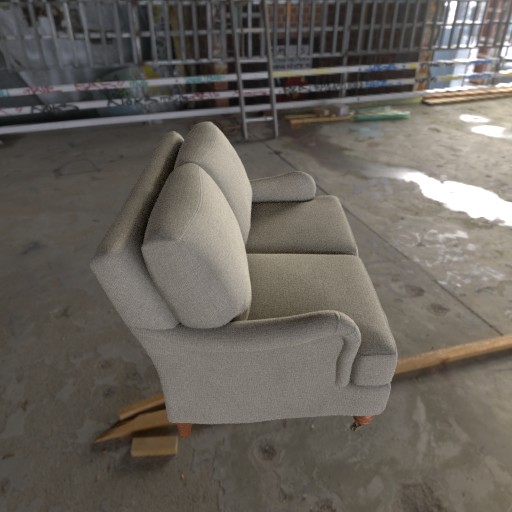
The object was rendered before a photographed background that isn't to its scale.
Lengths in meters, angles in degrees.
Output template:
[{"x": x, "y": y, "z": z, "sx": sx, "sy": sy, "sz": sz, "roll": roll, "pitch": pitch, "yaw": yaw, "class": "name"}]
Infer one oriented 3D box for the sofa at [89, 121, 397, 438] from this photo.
[{"x": 0.000, "y": 0.000, "z": 2.226, "sx": 1.087, "sy": 0.999, "sz": 1.480, "roll": 0, "pitch": 32, "yaw": 0, "class": "sofa"}]
